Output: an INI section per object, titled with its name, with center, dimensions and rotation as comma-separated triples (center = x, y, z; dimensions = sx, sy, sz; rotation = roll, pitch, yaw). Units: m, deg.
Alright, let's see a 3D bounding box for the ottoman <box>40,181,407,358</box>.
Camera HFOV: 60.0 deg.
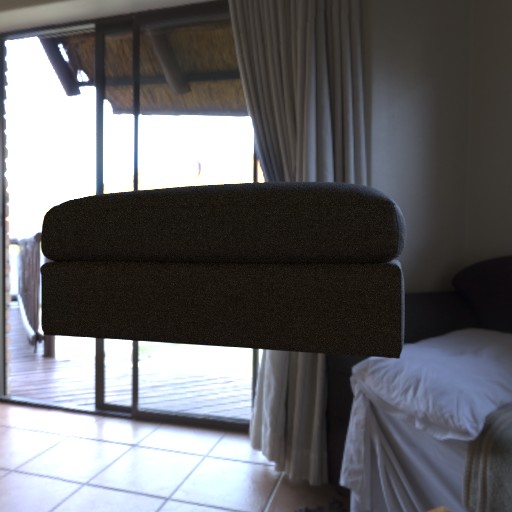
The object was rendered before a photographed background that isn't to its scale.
[ottoman]
center = 0.000, 0.000, 1.636
dimensions = 1.041, 0.470, 1.041
rotation = 0, 0, 18
